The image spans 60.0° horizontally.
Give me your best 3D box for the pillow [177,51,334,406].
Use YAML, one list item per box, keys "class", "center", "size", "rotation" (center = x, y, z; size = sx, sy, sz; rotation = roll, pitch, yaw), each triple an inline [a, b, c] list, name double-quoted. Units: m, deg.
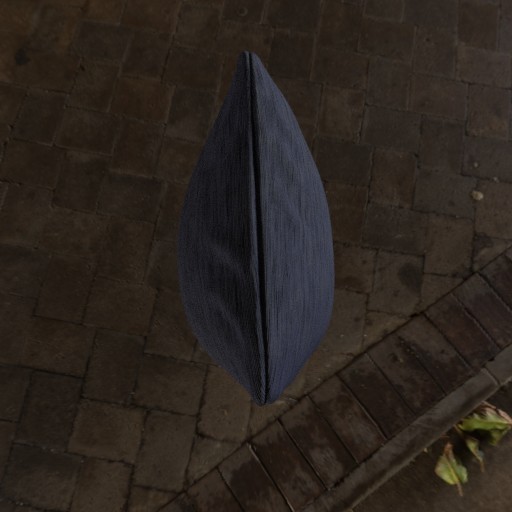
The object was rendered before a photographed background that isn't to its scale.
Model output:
- class: "pillow"
  center: [0.000, 0.000, 0.694]
  size: [0.246, 0.414, 0.432]
  rotation: [-2, 74, -1]
